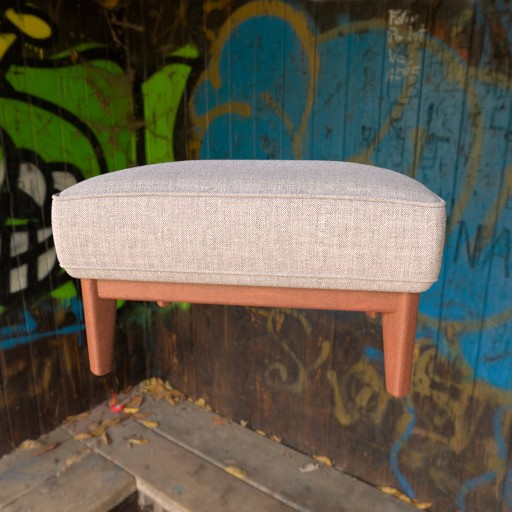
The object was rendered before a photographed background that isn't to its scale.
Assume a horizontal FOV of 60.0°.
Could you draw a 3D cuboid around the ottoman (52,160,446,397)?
[{"bbox_3d":[0.000,0.000,1.097,0.750,0.458,0.555,2,14,8],"label":"ottoman"}]
